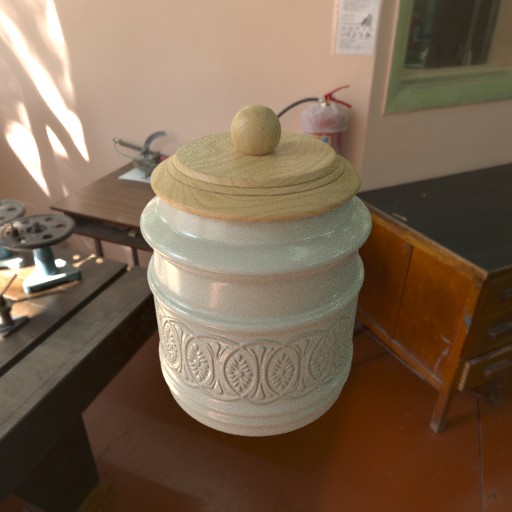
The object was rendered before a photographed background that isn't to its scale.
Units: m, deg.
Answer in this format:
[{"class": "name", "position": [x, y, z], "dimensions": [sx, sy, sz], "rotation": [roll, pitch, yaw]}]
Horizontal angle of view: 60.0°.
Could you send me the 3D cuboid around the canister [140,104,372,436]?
[{"class": "canister", "position": [0.000, 0.000, 0.269], "dimensions": [0.130, 0.176, 0.130], "rotation": [0, 31, 0]}]
